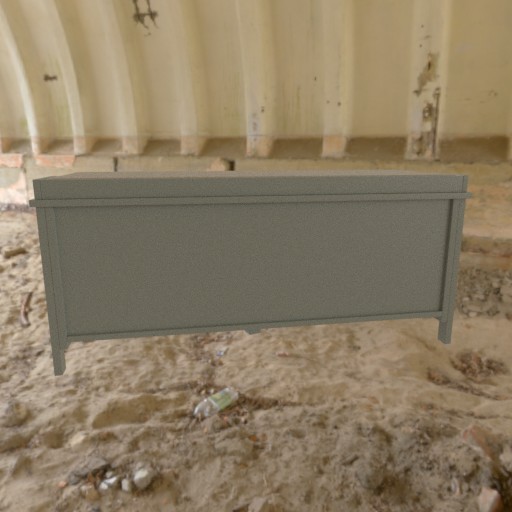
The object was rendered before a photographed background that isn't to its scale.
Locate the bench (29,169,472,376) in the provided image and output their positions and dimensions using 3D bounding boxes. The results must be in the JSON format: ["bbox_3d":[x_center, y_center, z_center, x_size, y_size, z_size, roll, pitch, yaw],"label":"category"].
[{"bbox_3d":[0.000,0.000,1.361,1.140,0.501,0.398,-2,13,-10],"label":"bench"}]
